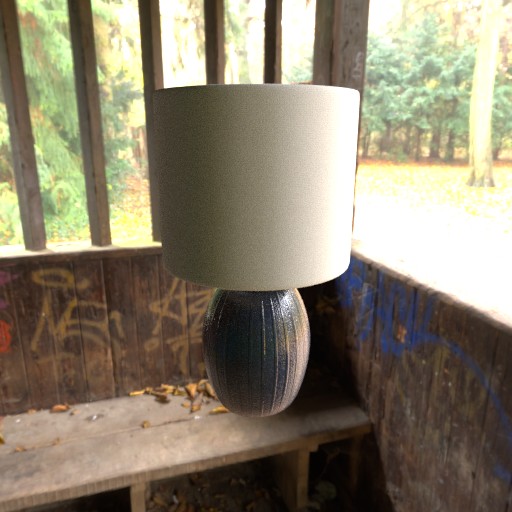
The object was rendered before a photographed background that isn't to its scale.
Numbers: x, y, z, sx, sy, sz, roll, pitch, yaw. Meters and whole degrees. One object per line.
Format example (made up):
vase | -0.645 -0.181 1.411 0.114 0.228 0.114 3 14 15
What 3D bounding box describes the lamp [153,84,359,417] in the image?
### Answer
lamp | 0.000 0.000 0.795 0.329 0.570 0.329 15 22 42
